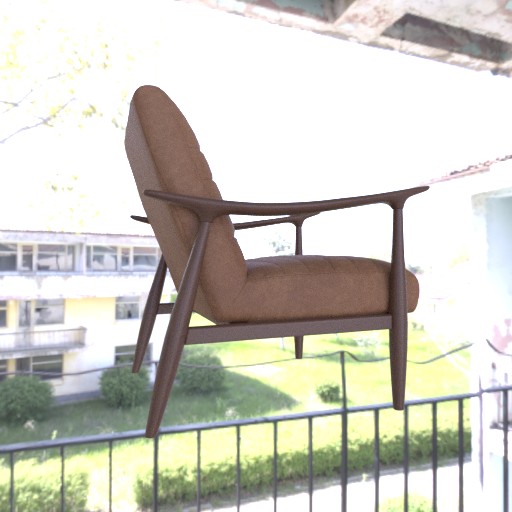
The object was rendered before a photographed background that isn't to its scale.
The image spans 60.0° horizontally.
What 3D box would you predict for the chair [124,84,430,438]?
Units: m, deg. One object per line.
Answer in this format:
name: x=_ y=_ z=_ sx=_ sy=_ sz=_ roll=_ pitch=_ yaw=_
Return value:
chair: x=0.000 y=0.000 z=1.417 sx=0.798 sy=0.832 sz=0.741 roll=0 pitch=-1 yaw=-19
